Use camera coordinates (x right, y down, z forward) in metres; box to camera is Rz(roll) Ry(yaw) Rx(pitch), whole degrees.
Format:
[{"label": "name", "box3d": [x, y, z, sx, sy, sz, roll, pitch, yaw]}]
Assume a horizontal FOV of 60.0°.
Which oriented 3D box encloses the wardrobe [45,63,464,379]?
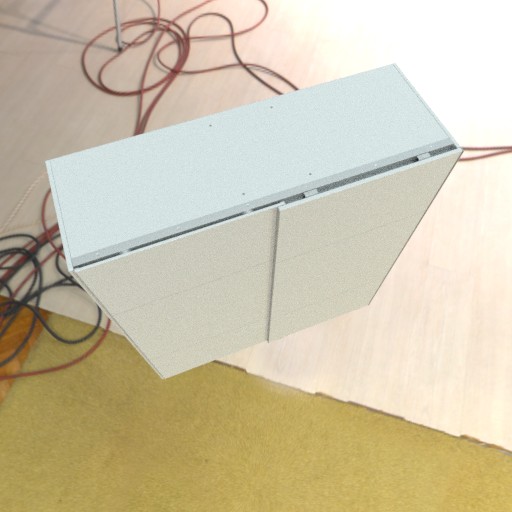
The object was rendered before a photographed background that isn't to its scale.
[{"label": "wardrobe", "box3d": [0.000, 0.000, 2.858, 1.780, 1.960, 0.629, -19, 64, -10]}]
